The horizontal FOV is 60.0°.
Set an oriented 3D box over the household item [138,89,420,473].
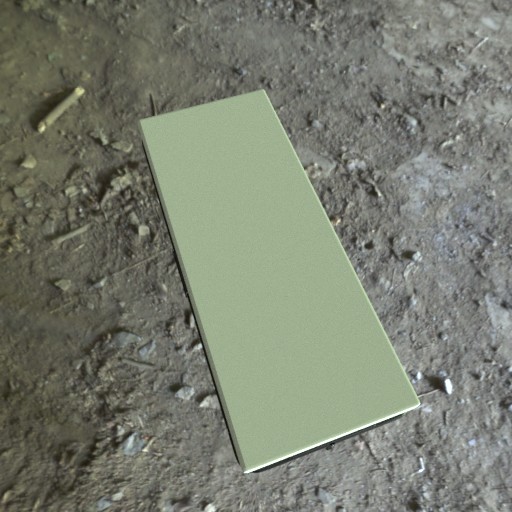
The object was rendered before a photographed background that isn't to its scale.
[{"bbox_3d":[0.000,0.000,2.250,0.787,0.356,1.905,-17,64,-9],"label":"household item"}]
